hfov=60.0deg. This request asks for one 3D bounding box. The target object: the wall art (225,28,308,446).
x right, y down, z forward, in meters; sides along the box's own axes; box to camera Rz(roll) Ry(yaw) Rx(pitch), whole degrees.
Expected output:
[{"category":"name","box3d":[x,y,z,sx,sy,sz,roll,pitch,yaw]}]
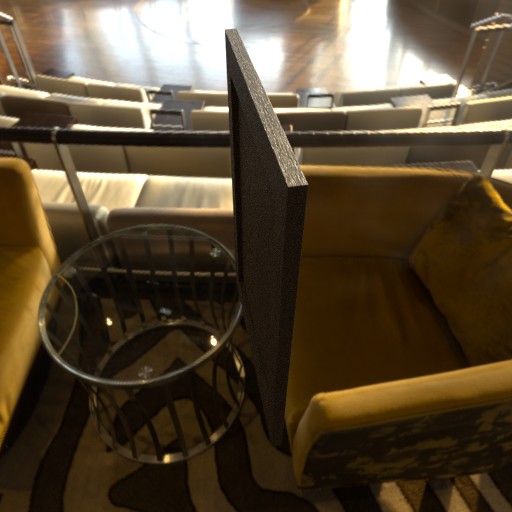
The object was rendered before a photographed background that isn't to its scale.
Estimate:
[{"category":"wall art","box3d":[0.000,0.000,0.655,0.017,0.513,0.359,-8,46,-8]}]
